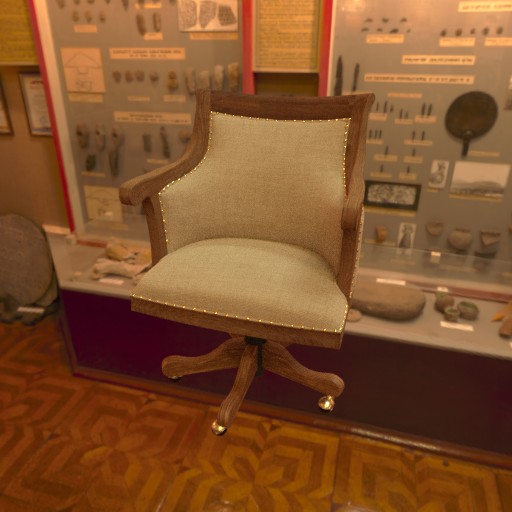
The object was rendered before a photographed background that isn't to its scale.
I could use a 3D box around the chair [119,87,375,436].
[{"bbox_3d":[0.000,0.000,1.436,0.656,0.965,0.689,8,27,16],"label":"chair"}]
